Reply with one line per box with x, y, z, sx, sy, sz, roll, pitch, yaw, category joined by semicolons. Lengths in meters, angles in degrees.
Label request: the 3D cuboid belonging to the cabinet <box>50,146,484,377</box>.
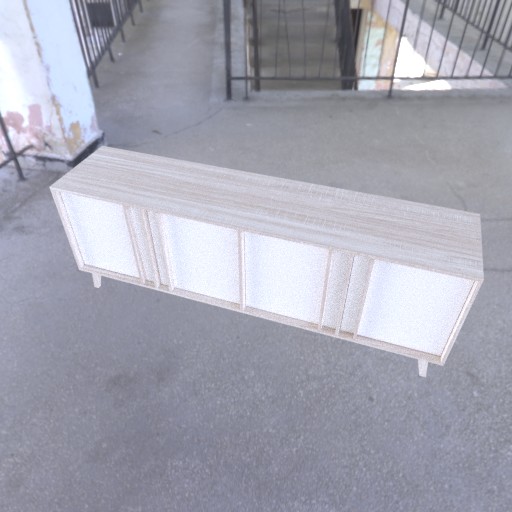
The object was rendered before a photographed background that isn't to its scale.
0.000;0.000;2.568;2.200;0.780;0.500;13;43;14;cabinet
